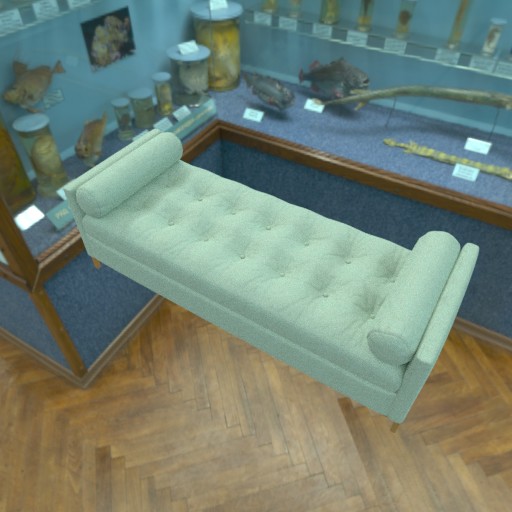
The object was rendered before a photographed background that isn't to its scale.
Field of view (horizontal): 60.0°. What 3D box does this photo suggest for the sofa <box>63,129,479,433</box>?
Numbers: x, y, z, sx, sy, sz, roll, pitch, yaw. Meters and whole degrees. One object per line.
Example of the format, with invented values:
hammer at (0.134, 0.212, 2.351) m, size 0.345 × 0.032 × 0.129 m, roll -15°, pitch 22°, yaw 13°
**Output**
sofa at (0.000, 0.000, 2.505) m, size 2.102 × 0.705 × 0.796 m, roll 24°, pitch 50°, yaw 22°
